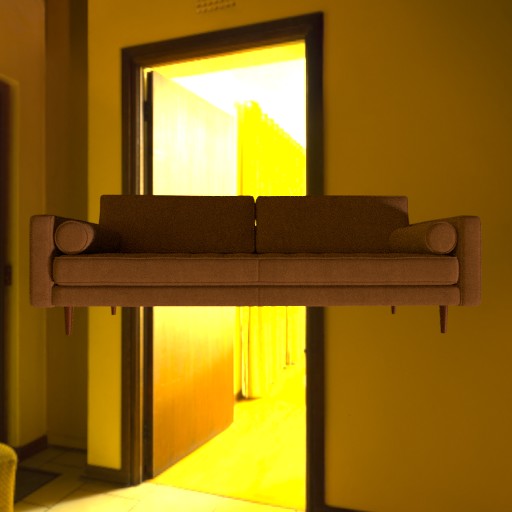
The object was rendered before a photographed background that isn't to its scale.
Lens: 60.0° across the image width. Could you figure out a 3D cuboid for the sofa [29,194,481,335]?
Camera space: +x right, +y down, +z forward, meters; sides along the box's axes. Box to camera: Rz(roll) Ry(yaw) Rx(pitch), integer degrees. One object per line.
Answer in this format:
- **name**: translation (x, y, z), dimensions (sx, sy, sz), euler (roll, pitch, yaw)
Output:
- **sofa**: translation (0.000, 0.000, 2.559), dimensions (2.200, 0.770, 0.919), euler (0, 0, -1)
